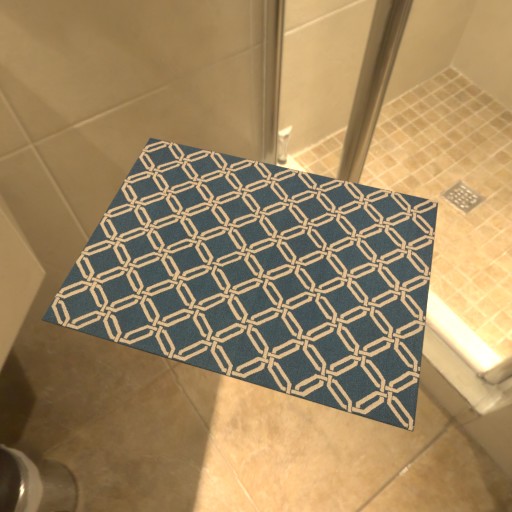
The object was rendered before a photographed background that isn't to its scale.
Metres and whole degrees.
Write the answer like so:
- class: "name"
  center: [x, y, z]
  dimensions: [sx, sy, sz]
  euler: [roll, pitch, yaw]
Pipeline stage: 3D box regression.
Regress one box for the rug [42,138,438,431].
- class: "rug"
  center: [0.000, 0.000, 4.381]
  dimensions: [3.342, 0.018, 2.432]
  euler: [14, 59, 9]
